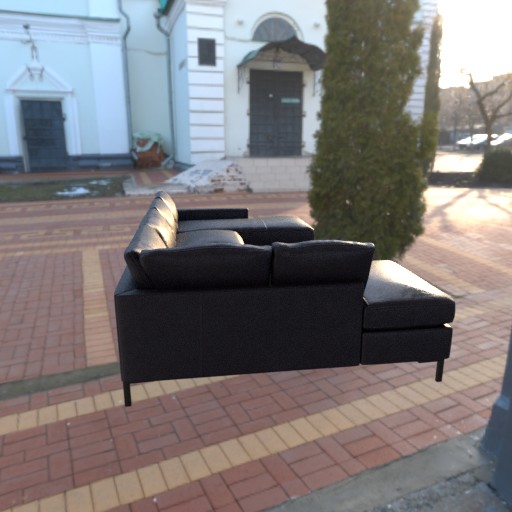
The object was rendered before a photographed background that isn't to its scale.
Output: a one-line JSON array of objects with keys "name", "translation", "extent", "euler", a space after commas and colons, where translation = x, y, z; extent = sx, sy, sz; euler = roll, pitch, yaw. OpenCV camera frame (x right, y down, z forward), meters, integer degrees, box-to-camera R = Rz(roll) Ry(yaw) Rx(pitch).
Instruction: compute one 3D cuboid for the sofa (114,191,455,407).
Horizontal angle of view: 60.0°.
[{"name": "sofa", "translation": [0.000, 0.000, 3.844], "extent": [1.939, 0.900, 2.956], "euler": [-2, 15, -8]}]
